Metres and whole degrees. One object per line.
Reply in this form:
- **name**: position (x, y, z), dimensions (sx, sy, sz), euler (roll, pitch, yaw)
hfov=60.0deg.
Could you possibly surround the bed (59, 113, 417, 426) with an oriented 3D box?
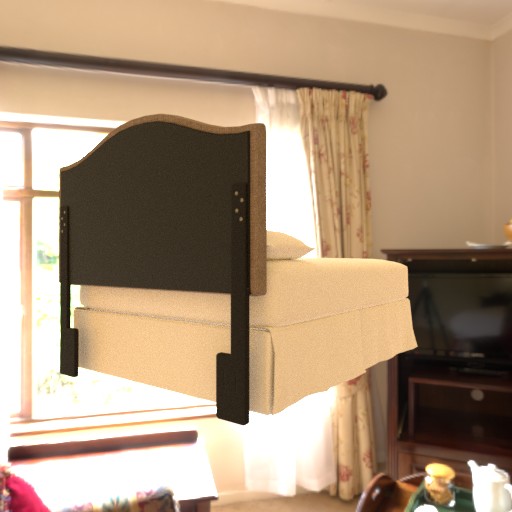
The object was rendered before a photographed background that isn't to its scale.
- **bed**: position (0.000, 0.000, 3.257), dimensions (1.713, 1.518, 2.153), euler (0, -1, 37)
